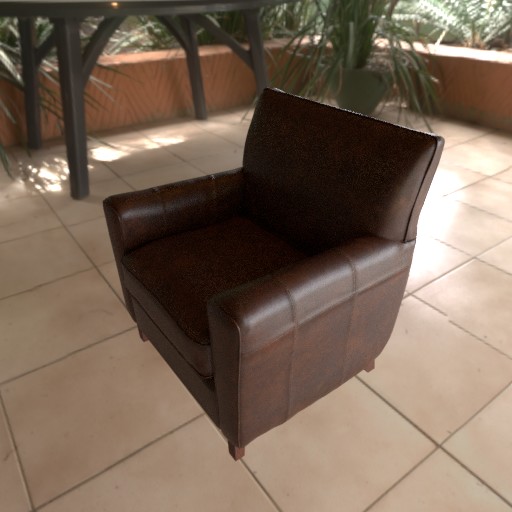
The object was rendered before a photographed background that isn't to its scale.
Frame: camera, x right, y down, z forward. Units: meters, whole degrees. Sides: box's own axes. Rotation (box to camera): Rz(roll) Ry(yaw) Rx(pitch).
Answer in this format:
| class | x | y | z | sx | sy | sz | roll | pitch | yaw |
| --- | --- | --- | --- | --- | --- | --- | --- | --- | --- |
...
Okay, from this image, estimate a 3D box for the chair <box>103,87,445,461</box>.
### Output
| class | x | y | z | sx | sy | sz | roll | pitch | yaw |
| --- | --- | --- | --- | --- | --- | --- | --- | --- | --- |
| chair | 0.000 | 0.000 | 1.603 | 0.823 | 0.943 | 0.870 | -22 | 39 | -30 |
